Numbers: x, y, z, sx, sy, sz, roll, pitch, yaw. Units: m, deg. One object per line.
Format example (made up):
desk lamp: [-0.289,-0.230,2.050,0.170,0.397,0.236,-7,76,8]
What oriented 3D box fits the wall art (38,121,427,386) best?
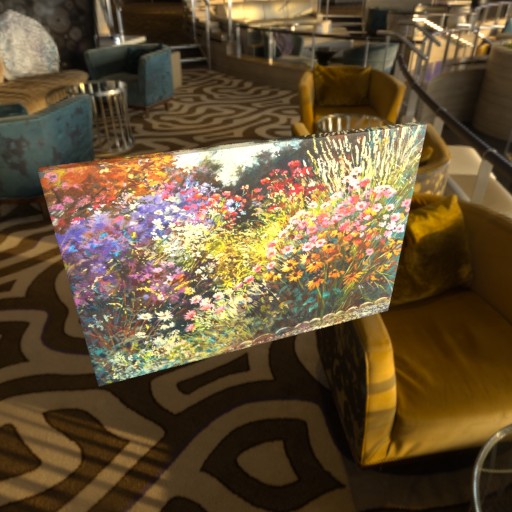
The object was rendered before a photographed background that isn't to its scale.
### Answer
wall art: [0.000,0.000,1.457,1.136,0.760,0.042,-11,35,-17]
